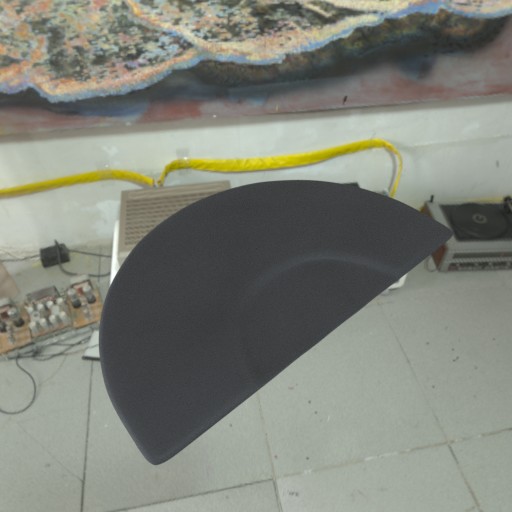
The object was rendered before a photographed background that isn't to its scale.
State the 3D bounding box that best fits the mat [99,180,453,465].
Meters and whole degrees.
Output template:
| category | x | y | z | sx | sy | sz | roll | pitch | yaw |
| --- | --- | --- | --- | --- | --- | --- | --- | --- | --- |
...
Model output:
| category | x | y | z | sx | sy | sz | roll | pitch | yaw |
| --- | --- | --- | --- | --- | --- | --- | --- | --- | --- |
| mat | 0.000 | 0.000 | 1.826 | 1.525 | 0.016 | 0.917 | -31 | 53 | -27 |
